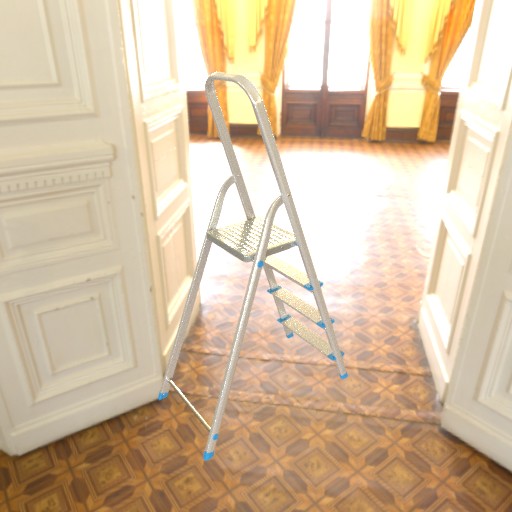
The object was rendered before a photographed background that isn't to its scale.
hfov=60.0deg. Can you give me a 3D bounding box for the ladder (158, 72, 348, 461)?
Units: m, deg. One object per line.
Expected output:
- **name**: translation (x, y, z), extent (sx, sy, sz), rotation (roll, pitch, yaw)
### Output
- **ladder**: translation (0.000, 0.000, 1.863), extent (0.842, 1.434, 0.445), rotation (-18, 32, -32)
